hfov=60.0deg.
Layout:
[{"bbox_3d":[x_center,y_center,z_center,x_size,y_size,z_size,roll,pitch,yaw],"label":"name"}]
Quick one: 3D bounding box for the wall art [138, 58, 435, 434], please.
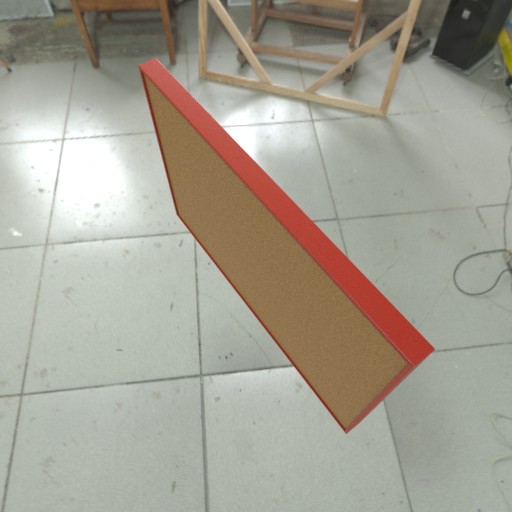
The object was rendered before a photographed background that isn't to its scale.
[{"bbox_3d":[0.000,0.000,0.764,0.033,0.405,0.607,-32,64,-18],"label":"wall art"}]
